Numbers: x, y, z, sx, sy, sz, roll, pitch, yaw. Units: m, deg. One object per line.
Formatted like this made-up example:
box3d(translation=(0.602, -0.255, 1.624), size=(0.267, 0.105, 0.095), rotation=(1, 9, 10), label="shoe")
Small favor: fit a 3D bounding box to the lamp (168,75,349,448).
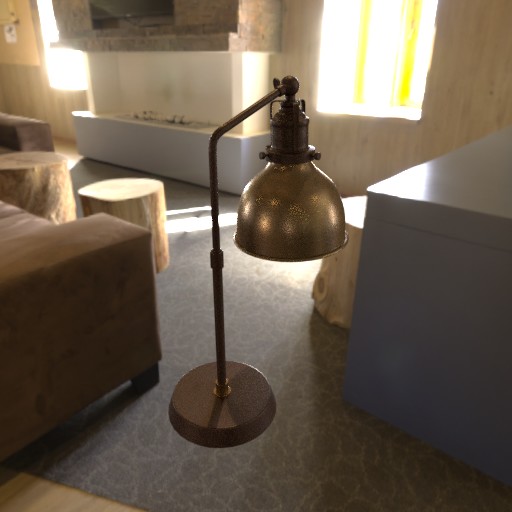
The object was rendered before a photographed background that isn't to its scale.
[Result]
box3d(translation=(0.000, 0.000, 0.625), size=(0.298, 0.469, 0.175), rotation=(-17, 29, -32), label="lamp")
